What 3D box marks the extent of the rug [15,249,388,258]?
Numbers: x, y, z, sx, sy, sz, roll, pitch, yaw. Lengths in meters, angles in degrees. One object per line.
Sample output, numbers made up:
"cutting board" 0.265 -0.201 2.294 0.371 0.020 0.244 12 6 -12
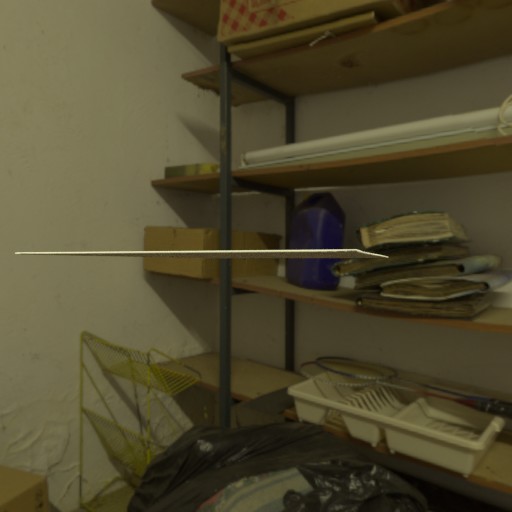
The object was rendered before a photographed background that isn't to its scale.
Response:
"rug" 0.000 0.000 2.824 1.522 0.008 2.284 0 -1 19
